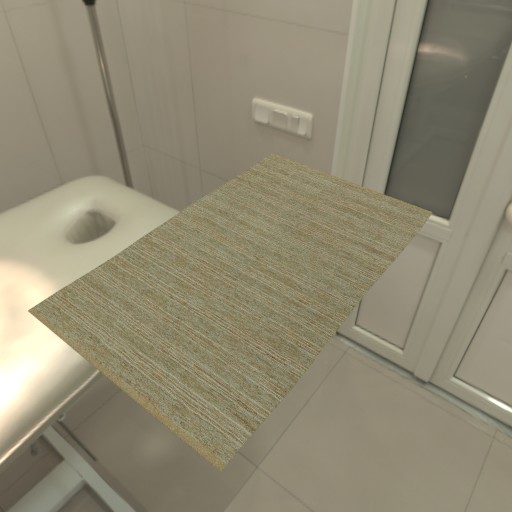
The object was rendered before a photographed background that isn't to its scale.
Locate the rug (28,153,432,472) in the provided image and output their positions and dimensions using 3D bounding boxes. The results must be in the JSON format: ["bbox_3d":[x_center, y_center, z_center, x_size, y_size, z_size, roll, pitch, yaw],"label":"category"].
[{"bbox_3d":[0.000,0.000,3.006,1.540,0.012,2.448,27,48,28],"label":"rug"}]
